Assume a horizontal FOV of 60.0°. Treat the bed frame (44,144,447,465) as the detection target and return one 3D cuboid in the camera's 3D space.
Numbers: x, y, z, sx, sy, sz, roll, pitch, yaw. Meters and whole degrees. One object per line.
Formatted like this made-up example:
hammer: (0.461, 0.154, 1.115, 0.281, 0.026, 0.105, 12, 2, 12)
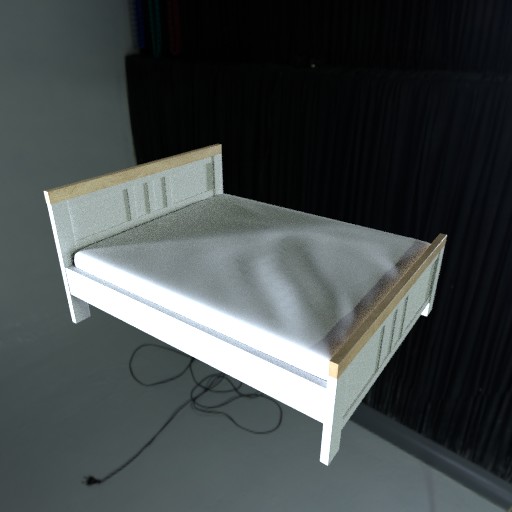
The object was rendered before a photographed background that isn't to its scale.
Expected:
bed frame: (0.000, 0.000, 3.042, 2.050, 0.980, 1.670, 18, 31, 32)
